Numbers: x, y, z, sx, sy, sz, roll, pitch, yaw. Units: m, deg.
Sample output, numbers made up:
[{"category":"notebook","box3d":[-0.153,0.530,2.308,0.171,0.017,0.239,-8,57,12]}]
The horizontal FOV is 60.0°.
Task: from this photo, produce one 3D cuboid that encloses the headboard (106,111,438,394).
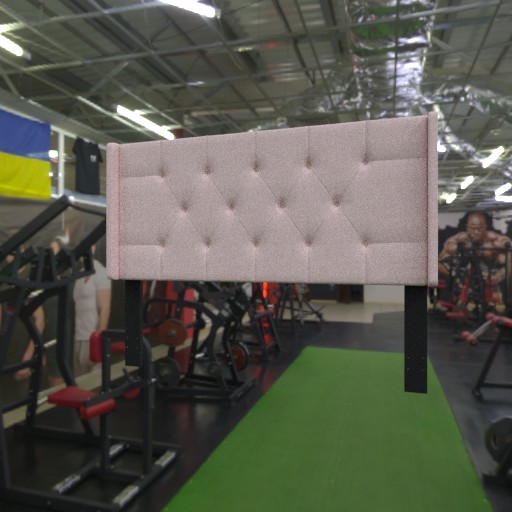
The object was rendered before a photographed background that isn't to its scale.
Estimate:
[{"category":"headboard","box3d":[0.000,0.000,2.711,2.051,1.524,0.184,0,0,19]}]
